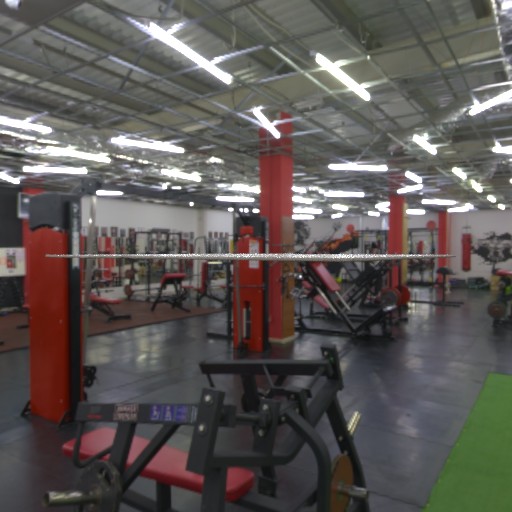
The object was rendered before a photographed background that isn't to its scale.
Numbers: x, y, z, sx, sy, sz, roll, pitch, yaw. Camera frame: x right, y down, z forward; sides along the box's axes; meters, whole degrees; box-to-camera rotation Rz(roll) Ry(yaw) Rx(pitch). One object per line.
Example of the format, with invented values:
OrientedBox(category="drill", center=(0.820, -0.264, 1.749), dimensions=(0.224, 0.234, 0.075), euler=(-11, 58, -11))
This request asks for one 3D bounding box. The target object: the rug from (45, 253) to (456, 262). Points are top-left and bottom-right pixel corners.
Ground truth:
OrientedBox(category="rug", center=(0.000, 0.000, 4.150), dimensions=(3.007, 0.032, 2.434), euler=(0, 1, 36))
